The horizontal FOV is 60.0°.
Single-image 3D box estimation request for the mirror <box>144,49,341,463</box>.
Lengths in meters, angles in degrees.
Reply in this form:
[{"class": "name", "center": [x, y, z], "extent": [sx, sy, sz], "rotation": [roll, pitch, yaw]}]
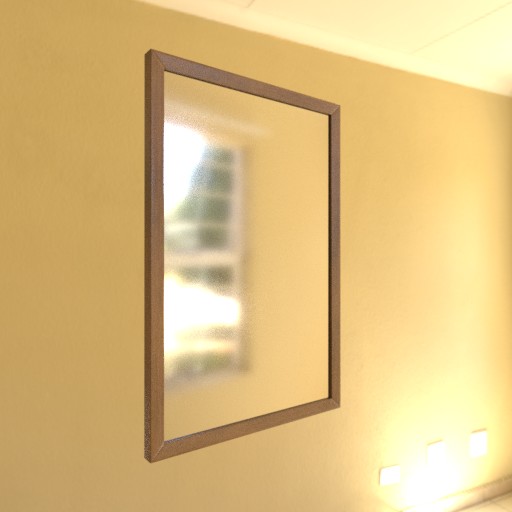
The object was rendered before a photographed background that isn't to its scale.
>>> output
[{"class": "mirror", "center": [0.000, 0.000, 1.175], "extent": [0.609, 0.915, 0.040], "rotation": [0, 0, -37]}]
